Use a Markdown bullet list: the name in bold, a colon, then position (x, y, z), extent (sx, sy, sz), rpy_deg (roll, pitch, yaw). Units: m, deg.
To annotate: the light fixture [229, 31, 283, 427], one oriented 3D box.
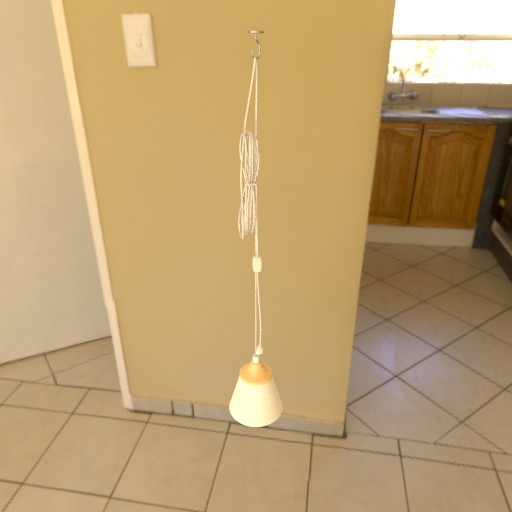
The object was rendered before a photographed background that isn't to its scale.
- **light fixture**: position (0.000, 0.000, 1.067), extent (0.153, 0.966, 0.153), rpy_deg (0, 26, 0)
